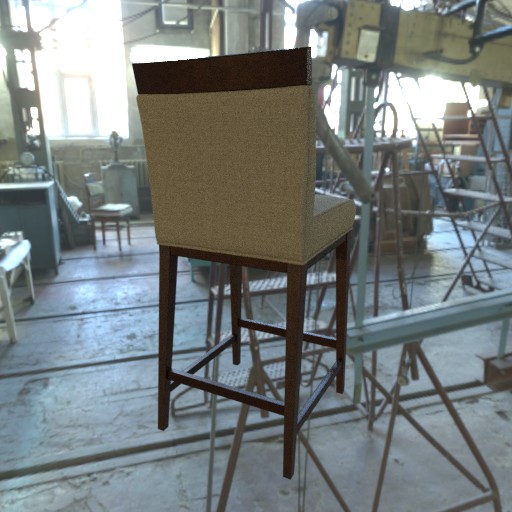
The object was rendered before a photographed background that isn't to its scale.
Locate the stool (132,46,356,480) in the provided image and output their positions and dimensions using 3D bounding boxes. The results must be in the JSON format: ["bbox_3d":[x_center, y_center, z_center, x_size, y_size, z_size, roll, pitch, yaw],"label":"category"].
[{"bbox_3d":[0.000,0.000,1.274,0.463,1.011,0.480,8,17,27],"label":"stool"}]
